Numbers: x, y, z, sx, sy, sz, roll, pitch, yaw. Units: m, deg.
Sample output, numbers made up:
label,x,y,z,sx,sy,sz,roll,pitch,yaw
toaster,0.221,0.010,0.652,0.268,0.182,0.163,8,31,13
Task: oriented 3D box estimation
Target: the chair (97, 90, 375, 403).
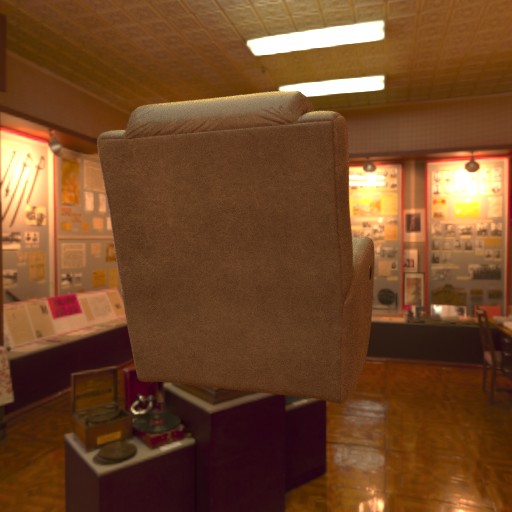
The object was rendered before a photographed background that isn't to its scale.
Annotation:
label,x,y,z,sx,sy,sz,roll,pitch,yaw
chair,0.000,0.000,1.958,0.965,1.116,1.068,0,2,18
